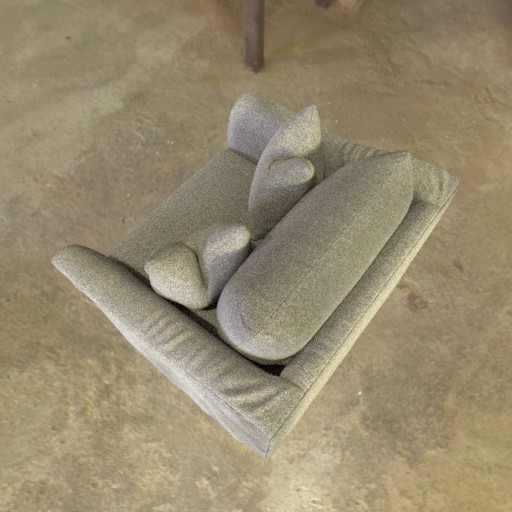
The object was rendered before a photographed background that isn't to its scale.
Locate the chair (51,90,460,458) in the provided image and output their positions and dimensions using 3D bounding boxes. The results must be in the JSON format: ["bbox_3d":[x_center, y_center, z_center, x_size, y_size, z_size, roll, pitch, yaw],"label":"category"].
[{"bbox_3d":[0.000,0.000,1.908,1.071,1.059,1.194,35,67,17],"label":"chair"}]
